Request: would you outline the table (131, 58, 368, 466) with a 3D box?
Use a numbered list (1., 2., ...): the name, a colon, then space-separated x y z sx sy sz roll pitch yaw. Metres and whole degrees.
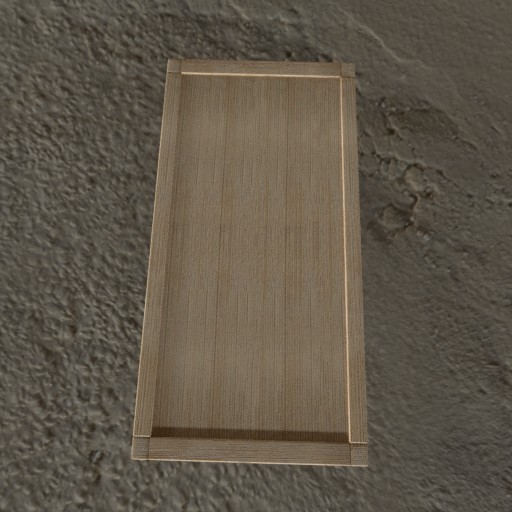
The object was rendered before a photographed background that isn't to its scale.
1. table: 0.000 0.000 1.616 0.660 0.457 1.321 2 75 0
